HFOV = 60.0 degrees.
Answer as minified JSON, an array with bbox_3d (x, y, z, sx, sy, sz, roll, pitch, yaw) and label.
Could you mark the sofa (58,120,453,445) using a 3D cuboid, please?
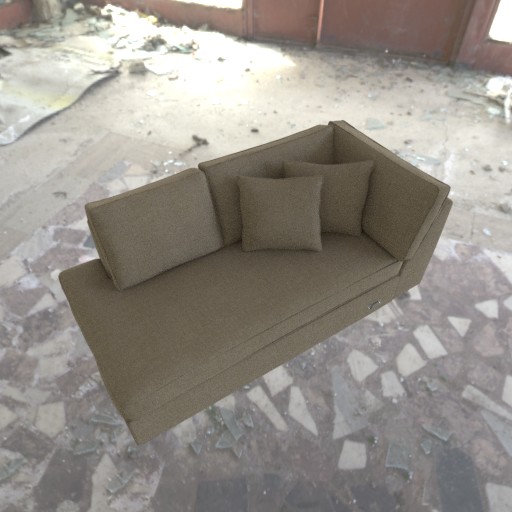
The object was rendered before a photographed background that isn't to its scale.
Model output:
[{"bbox_3d":[0.000,0.000,2.816,2.238,1.019,1.110,-24,50,-22],"label":"sofa"}]
